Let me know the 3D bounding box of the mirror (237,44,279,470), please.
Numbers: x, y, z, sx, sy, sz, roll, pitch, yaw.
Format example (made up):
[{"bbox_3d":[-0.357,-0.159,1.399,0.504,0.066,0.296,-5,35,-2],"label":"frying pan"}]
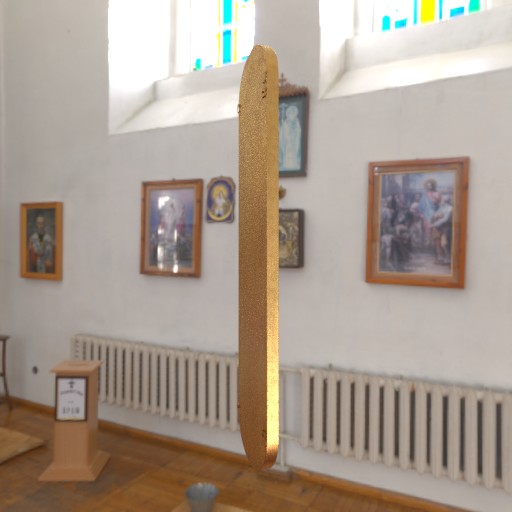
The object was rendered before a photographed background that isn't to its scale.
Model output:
[{"bbox_3d":[0.000,0.000,1.060,0.032,0.991,0.222,0,-1,-18],"label":"mirror"}]
